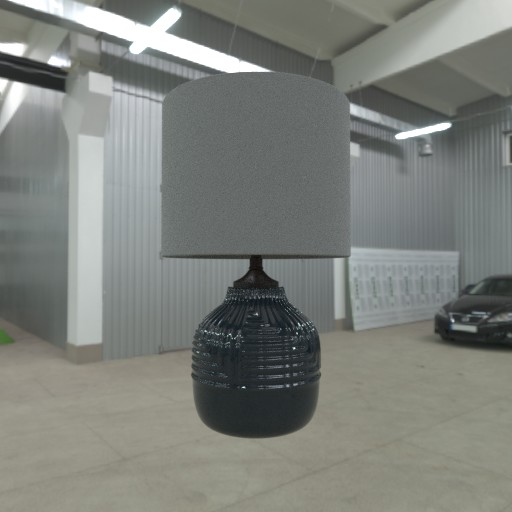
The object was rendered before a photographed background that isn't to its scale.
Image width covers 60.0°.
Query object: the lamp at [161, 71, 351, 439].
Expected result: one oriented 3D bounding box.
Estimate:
[{"bbox_3d":[0.000,0.000,0.759,0.318,0.567,0.318,0,-2,0],"label":"lamp"}]
